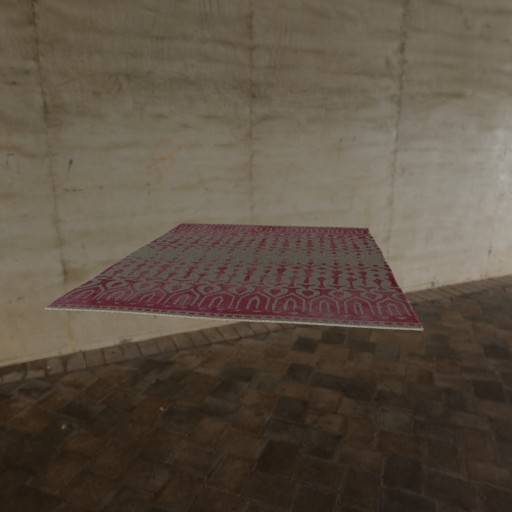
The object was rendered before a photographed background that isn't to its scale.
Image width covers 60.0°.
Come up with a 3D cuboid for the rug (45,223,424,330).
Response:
[{"bbox_3d":[0.000,0.000,4.254,2.441,0.016,3.095,2,15,8],"label":"rug"}]
